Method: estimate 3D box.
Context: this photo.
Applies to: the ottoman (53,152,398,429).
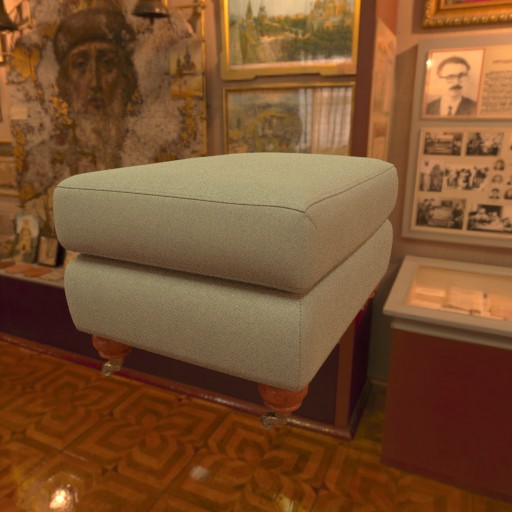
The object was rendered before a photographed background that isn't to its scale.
[{"bbox_3d":[0.000,0.000,1.137,0.569,0.499,0.773,8,19,26],"label":"ottoman"}]
